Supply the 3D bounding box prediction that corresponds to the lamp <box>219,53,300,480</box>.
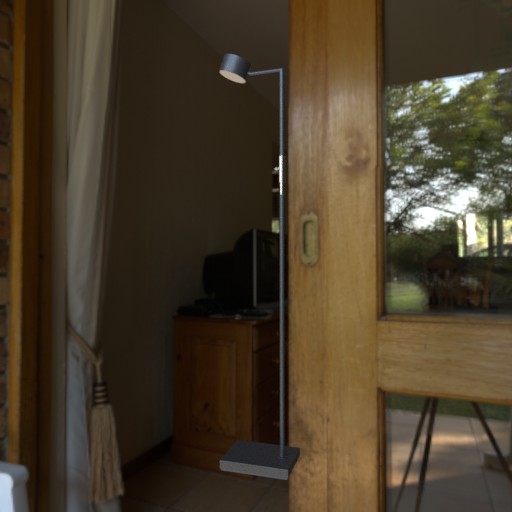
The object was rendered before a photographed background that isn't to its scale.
[{"bbox_3d":[0.000,0.000,1.729,0.304,1.600,0.203,0,-1,18],"label":"lamp"}]
